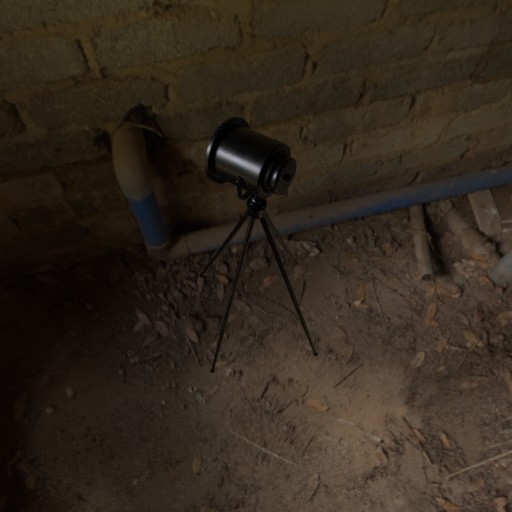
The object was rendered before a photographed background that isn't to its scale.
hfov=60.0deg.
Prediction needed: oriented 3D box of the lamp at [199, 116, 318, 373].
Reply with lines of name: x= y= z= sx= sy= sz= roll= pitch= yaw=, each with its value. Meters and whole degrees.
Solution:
lamp: x=0.000 y=0.000 z=2.048 sx=0.884 sy=1.504 sz=0.879 roll=33 pitch=67 yaw=16
